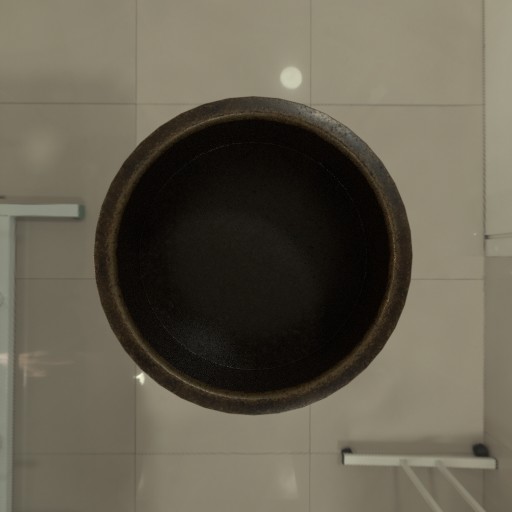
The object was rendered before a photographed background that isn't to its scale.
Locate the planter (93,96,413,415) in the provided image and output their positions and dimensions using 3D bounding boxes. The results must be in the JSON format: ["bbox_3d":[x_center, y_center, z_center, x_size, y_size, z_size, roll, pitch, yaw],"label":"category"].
[{"bbox_3d":[0.000,0.000,0.702,0.354,0.465,0.345,0,90,0],"label":"planter"}]
